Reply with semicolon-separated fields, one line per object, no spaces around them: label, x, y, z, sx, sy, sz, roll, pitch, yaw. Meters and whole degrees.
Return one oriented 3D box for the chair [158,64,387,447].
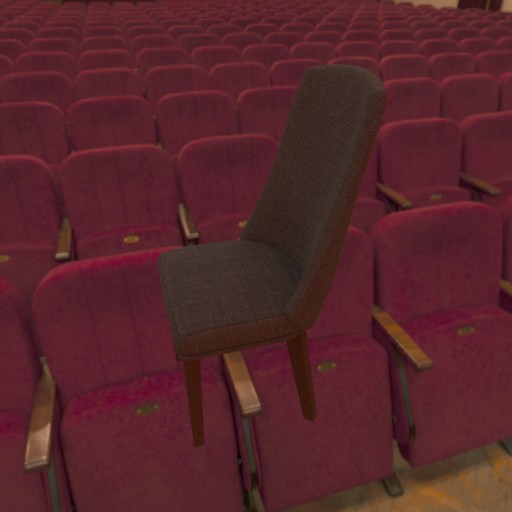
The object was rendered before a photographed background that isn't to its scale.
chair;0.000;0.000;1.349;0.577;1.050;0.510;-9;31;-15
